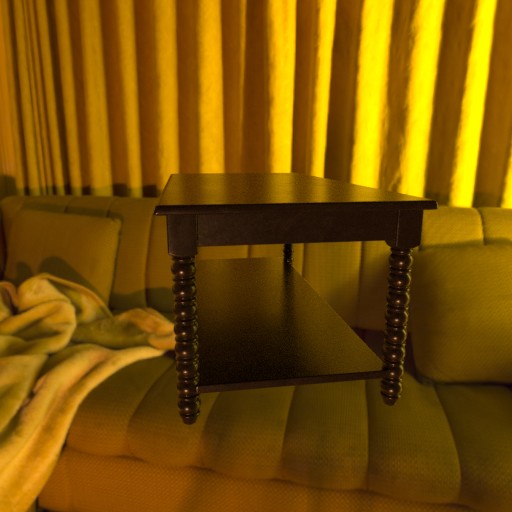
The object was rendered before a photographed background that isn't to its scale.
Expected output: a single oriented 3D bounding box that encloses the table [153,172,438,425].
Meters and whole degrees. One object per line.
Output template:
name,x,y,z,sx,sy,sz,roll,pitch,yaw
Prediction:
table,0.000,0.000,1.476,0.580,0.487,1.171,-2,14,-9
